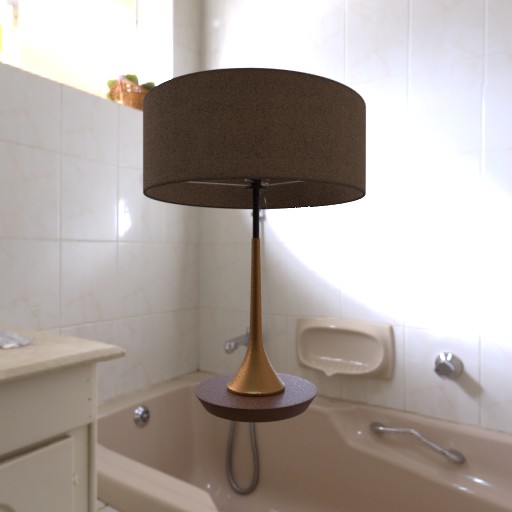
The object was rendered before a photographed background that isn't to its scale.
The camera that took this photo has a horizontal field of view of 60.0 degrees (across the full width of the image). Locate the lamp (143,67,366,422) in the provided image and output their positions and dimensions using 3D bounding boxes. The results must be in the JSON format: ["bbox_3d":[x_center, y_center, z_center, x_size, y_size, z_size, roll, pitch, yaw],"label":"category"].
[{"bbox_3d":[0.000,0.000,0.827,0.396,0.551,0.417,0,0,37],"label":"lamp"}]
